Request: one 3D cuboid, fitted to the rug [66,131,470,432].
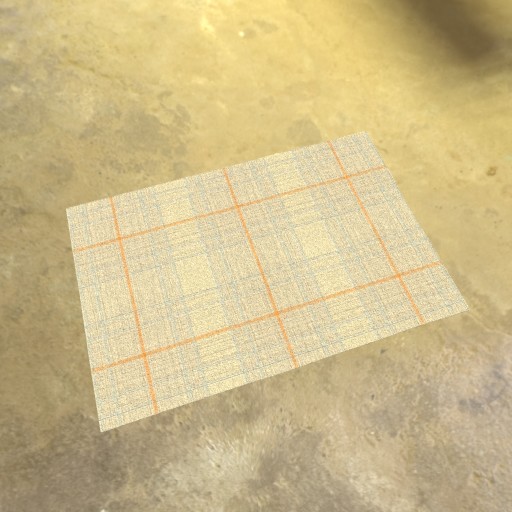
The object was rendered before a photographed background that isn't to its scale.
[{"bbox_3d":[0.000,0.000,2.327,1.825,0.015,1.232,-16,64,-8],"label":"rug"}]
